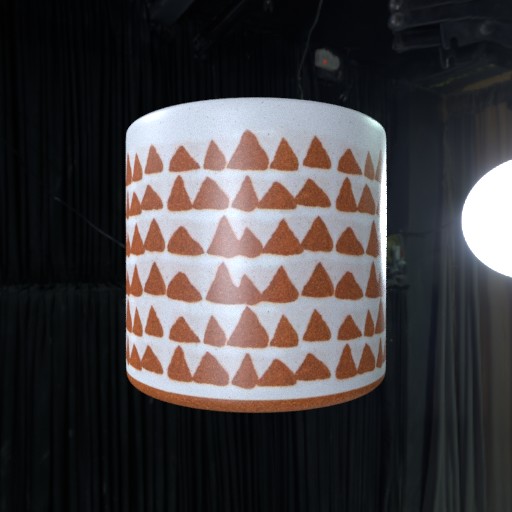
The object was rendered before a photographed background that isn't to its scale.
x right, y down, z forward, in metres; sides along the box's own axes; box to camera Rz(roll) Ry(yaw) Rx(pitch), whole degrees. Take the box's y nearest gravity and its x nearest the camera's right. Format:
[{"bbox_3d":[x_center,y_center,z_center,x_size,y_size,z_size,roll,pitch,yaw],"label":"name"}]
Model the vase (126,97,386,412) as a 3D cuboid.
[{"bbox_3d":[0.000,0.000,0.243,0.137,0.127,0.137,0,0,0],"label":"vase"}]
